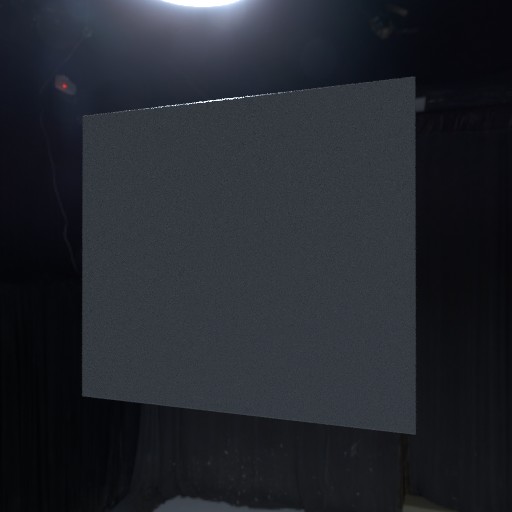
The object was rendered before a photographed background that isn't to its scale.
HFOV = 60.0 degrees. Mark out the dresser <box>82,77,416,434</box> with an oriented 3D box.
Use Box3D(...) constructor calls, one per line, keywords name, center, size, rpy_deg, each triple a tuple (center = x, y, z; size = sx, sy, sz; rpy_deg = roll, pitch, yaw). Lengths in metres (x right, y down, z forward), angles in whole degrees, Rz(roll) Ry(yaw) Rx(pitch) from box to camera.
Box3D(name="dresser", center=(0.000, 0.000, 1.243), size=(0.830, 0.740, 0.420), rpy_deg=(0, 0, 18))
